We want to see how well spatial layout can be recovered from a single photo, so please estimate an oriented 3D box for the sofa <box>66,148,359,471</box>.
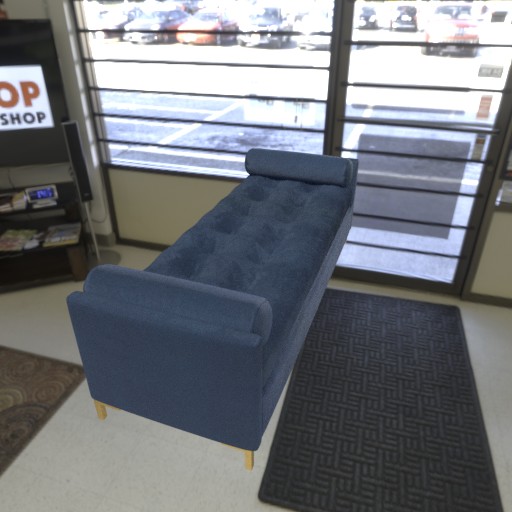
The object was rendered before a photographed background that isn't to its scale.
[{"bbox_3d":[0.000,0.000,2.528,0.796,0.705,2.102,11,32,18],"label":"sofa"}]
